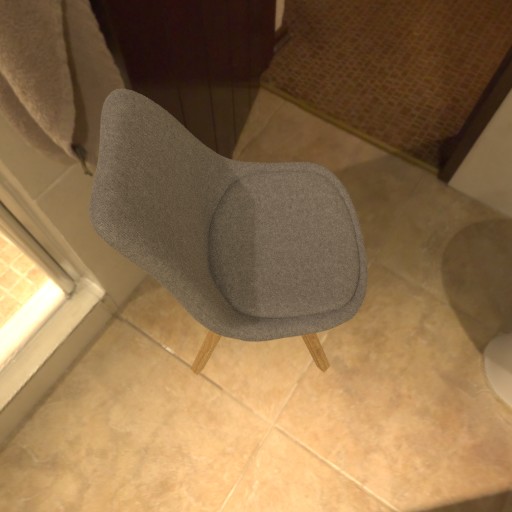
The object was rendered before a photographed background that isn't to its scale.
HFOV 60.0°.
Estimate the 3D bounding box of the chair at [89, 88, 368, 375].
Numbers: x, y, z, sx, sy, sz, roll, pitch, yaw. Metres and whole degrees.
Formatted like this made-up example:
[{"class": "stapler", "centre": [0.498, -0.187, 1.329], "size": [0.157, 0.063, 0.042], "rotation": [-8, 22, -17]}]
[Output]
[{"class": "chair", "centre": [0.000, 0.000, 1.138], "size": [0.550, 0.865, 0.483], "rotation": [-3, 64, -1]}]
